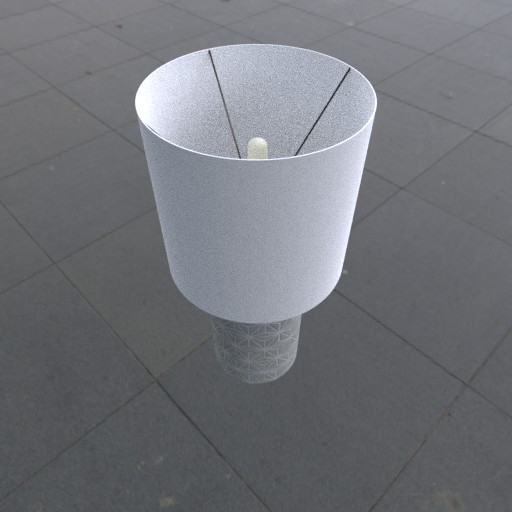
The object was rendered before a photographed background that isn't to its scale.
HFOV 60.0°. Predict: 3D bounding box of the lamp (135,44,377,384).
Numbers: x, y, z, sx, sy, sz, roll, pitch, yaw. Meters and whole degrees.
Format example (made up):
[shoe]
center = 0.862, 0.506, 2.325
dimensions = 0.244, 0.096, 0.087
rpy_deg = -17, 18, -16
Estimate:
[lamp]
center = 0.000, 0.000, 0.536
dimensions = 0.206, 0.416, 0.206
rpy_deg = -22, 50, -19
